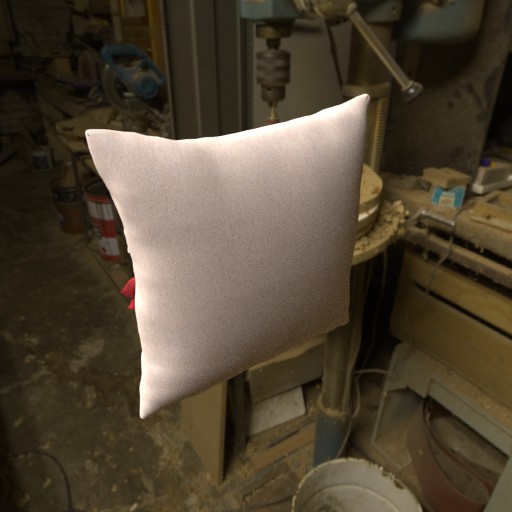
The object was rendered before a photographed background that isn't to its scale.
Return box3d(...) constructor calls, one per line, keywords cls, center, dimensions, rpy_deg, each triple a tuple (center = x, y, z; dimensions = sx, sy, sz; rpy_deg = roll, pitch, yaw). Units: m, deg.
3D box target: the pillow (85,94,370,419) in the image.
box3d(cls="pillow", center=(0.000, 0.000, 0.684), dimensions=(0.433, 0.436, 0.173), rpy_deg=(-18, 34, -29))
